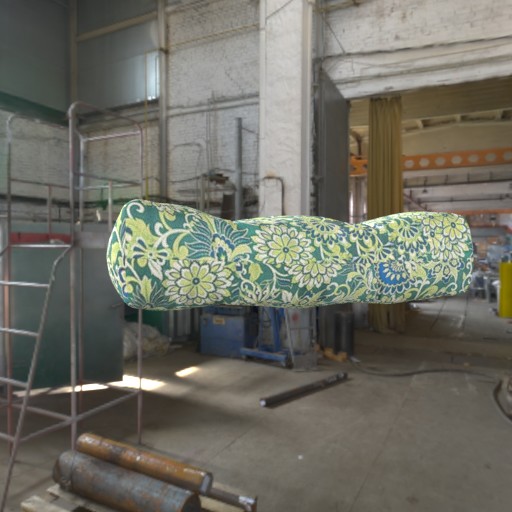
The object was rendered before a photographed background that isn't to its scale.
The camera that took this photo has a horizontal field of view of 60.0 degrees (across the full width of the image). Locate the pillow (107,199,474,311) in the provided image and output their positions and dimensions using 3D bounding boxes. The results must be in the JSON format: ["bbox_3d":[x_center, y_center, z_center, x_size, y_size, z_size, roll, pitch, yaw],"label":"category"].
[{"bbox_3d":[0.000,0.000,0.733,0.468,0.128,0.490,0,1,-19],"label":"pillow"}]
